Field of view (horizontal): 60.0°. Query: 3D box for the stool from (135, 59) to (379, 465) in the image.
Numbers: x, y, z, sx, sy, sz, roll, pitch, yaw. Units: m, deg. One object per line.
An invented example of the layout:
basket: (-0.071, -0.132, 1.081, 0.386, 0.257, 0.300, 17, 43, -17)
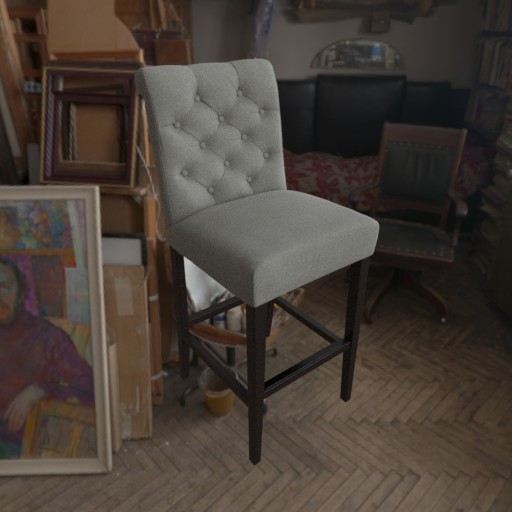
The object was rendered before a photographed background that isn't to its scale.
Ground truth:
stool: (0.000, 0.000, 1.463, 0.493, 1.140, 0.601, -20, 35, -32)
